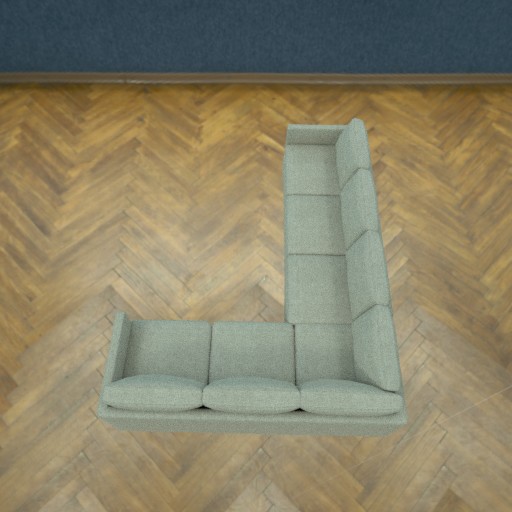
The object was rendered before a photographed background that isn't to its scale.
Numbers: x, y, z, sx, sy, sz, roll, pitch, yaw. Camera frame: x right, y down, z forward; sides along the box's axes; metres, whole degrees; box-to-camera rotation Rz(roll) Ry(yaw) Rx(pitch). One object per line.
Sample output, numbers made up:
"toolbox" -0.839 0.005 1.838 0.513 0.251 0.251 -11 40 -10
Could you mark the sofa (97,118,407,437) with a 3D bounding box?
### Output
"sofa" 0.000 0.000 4.532 2.522 0.934 3.333 1 60 1
